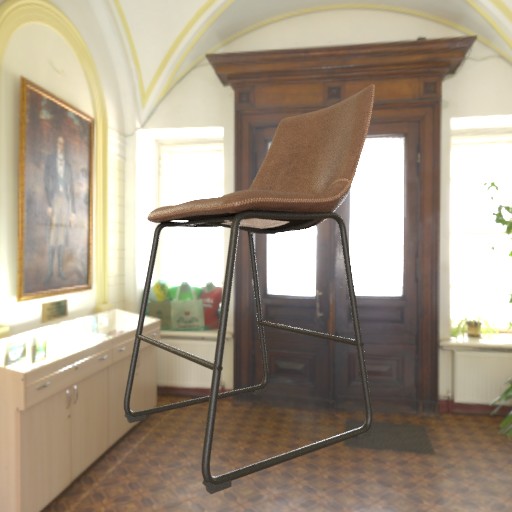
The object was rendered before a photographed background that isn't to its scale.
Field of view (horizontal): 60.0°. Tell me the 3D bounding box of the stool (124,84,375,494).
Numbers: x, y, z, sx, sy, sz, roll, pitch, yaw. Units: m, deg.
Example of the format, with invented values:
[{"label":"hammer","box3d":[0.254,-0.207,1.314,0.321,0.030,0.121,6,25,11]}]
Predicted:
[{"label":"stool","box3d":[0.000,0.000,1.158,0.550,0.890,0.460,0,0,-36]}]
